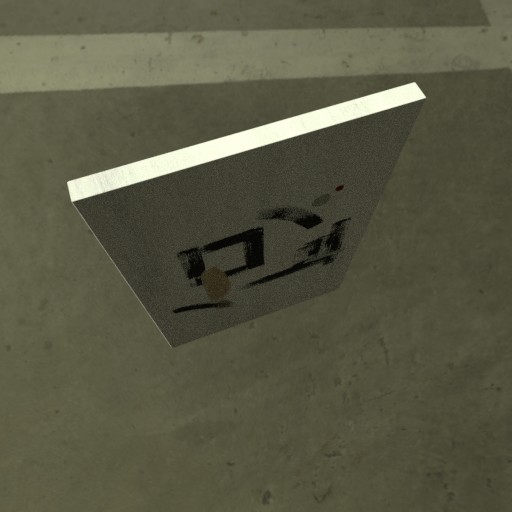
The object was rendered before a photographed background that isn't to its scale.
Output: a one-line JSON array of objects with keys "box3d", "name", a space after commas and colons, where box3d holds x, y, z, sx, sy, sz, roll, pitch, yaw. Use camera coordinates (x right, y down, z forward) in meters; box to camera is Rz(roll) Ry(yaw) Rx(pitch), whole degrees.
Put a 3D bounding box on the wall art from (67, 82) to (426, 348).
[{"box3d": [0.000, 0.000, 1.152, 0.624, 0.914, 0.043, -18, 66, -9], "name": "wall art"}]
